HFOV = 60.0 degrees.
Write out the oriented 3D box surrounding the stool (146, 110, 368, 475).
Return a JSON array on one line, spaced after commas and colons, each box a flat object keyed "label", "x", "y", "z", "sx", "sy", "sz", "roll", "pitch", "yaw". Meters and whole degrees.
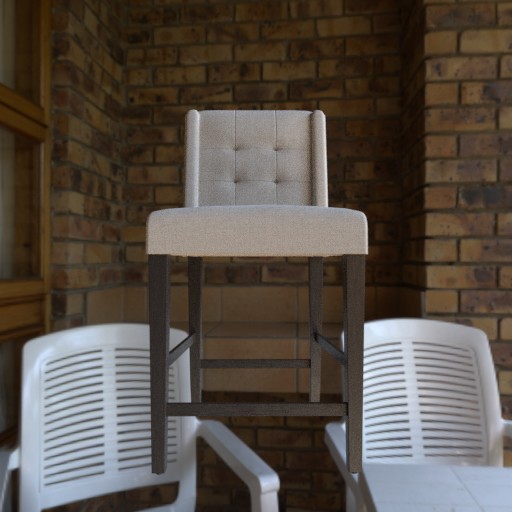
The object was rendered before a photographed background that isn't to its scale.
[{"label": "stool", "x": 0.000, "y": 0.000, "z": 1.189, "sx": 0.474, "sy": 0.939, "sz": 0.509, "roll": 0, "pitch": -1, "yaw": -1}]
